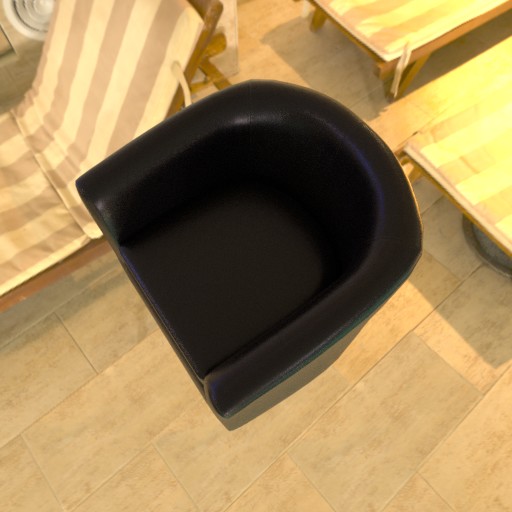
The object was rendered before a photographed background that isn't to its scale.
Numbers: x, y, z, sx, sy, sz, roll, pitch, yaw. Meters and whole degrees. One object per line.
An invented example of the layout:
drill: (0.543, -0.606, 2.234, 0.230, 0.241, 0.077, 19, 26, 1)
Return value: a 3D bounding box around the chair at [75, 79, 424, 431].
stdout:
chair: (0.000, 0.000, 1.395, 0.727, 0.756, 0.793, -32, 67, -15)
